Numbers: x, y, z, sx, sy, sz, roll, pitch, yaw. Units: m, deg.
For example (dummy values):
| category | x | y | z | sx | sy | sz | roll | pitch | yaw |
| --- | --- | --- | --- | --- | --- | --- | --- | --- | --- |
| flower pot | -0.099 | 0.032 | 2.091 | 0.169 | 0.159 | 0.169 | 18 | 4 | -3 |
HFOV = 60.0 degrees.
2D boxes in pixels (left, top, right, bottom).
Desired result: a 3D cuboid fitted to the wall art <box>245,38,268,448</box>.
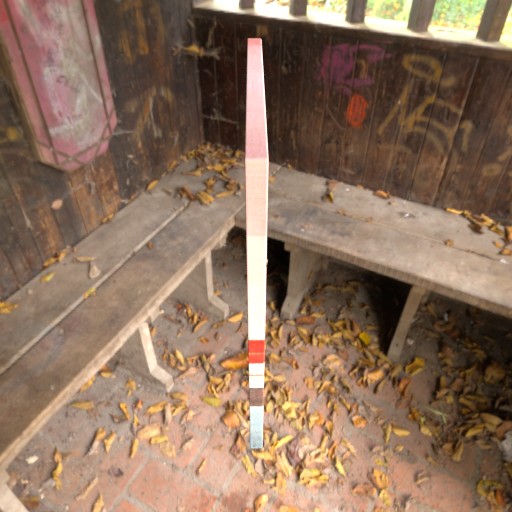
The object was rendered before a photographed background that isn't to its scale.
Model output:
| category | x | y | z | sx | sy | sz | roll | pitch | yaw |
| --- | --- | --- | --- | --- | --- | --- | --- | --- | --- |
| wall art | 0.000 | 0.000 | 1.182 | 0.038 | 0.914 | 0.610 | 0 | 41 | 0 |
